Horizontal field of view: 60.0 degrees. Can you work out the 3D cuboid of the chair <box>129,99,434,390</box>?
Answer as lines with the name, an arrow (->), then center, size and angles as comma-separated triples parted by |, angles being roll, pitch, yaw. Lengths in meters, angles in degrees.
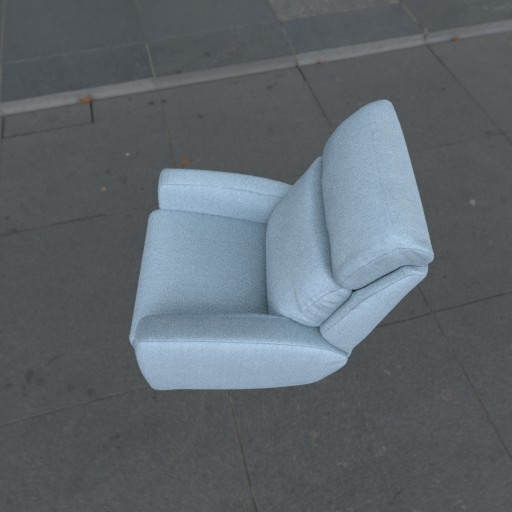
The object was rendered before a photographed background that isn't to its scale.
chair -> 0.000, 0.000, 1.666 | 0.940, 1.013, 0.812 | 0, 57, 0
